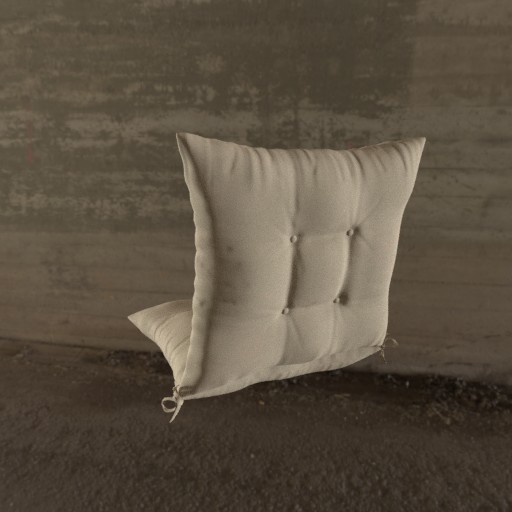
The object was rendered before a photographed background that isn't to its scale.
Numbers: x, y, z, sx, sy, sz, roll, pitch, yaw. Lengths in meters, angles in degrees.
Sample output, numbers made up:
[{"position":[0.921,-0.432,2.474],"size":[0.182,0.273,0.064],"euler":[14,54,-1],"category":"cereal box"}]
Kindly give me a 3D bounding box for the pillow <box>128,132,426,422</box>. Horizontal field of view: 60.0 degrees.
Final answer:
[{"position":[0.000,0.000,1.032],"size":[0.541,0.536,0.585],"euler":[-7,15,-26],"category":"pillow"}]
